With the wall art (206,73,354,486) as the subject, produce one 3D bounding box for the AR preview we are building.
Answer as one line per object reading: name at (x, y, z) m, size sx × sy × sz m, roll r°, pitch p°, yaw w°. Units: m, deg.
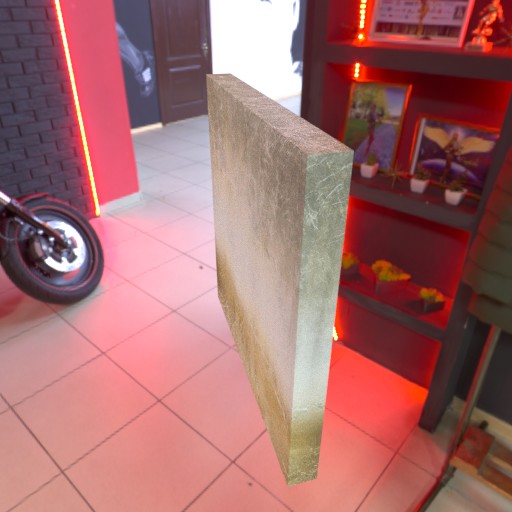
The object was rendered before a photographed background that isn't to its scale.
wall art at (0.000, 0.000, 0.601) m, size 0.038 × 0.407 × 0.405 m, roll -8°, pitch 31°, yaw -14°
